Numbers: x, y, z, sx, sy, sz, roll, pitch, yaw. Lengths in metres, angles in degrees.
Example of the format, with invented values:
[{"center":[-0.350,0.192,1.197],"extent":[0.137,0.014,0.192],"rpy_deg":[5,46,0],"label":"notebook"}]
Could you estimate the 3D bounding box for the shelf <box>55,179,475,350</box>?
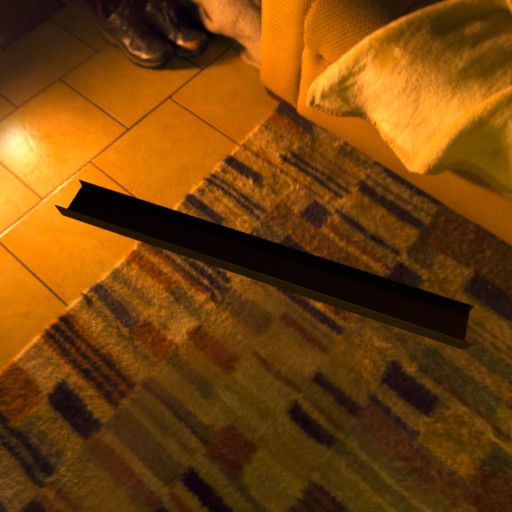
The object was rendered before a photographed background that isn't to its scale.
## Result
[{"center":[0.000,0.000,0.961],"extent":[0.924,0.049,0.092],"rpy_deg":[18,66,8],"label":"shelf"}]
